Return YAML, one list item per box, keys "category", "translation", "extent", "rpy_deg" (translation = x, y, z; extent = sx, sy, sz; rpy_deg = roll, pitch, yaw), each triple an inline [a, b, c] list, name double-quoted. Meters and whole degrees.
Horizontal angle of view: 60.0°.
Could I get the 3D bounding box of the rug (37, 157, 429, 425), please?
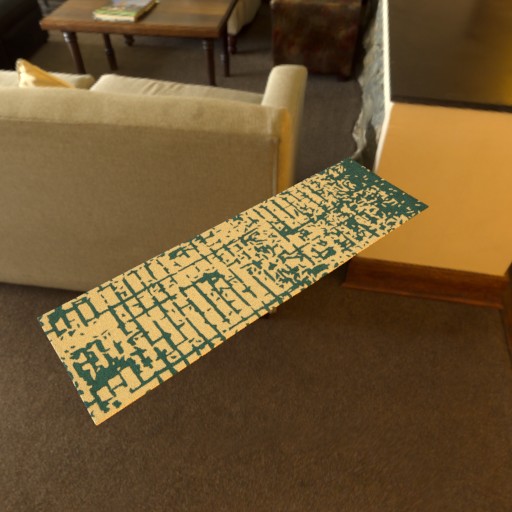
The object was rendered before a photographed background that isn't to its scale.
- category: "rug"
  translation: [0.000, 0.000, 2.720]
  extent: [2.435, 0.011, 0.750]
  rpy_deg: [-30, 54, -25]
